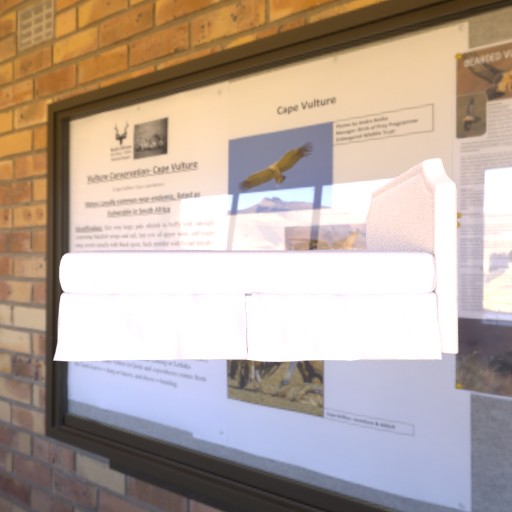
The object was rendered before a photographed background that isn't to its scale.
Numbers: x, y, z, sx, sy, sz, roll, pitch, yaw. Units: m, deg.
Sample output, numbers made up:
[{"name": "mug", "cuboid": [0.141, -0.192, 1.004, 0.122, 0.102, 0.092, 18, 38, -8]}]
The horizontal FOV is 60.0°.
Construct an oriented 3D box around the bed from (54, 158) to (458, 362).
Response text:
[{"name": "bed", "cuboid": [0.000, 0.000, 3.619, 2.498, 1.293, 1.977, 0, -1, 0]}]
